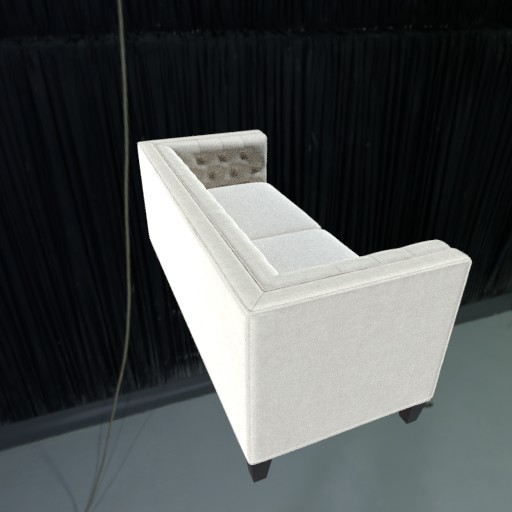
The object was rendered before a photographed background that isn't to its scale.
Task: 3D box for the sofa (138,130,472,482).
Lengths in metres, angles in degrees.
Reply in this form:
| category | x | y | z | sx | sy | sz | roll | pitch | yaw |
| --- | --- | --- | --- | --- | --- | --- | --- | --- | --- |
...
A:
| category | x | y | z | sx | sy | sz | roll | pitch | yaw |
| --- | --- | --- | --- | --- | --- | --- | --- | --- | --- |
| sofa | 0.000 | 0.000 | 2.174 | 0.775 | 0.762 | 1.778 | -11 | 32 | -19 |
